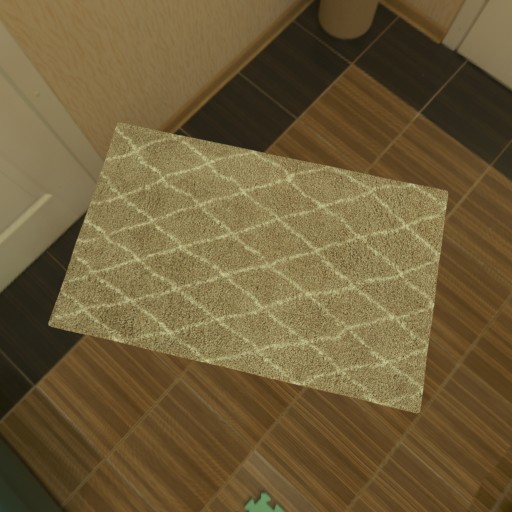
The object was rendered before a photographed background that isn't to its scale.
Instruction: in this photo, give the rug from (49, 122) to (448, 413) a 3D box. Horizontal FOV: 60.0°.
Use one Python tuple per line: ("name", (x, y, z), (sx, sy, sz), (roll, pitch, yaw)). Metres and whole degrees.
("rug", (0.000, 0.000, 3.011), (2.438, 0.030, 1.524), (13, 76, 3))
